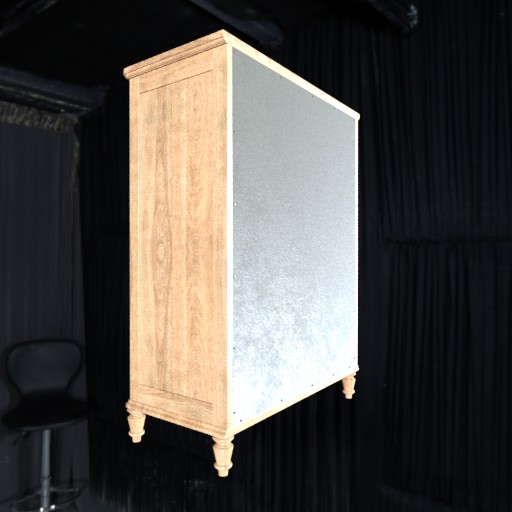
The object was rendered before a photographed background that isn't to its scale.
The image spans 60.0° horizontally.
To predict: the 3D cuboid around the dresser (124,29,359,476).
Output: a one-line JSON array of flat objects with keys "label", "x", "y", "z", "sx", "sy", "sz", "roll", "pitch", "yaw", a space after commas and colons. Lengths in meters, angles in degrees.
[{"label": "dresser", "x": 0.000, "y": 0.000, "z": 1.821, "sx": 0.484, "sy": 1.318, "sz": 0.973, "roll": 0, "pitch": 0, "yaw": 36}]
